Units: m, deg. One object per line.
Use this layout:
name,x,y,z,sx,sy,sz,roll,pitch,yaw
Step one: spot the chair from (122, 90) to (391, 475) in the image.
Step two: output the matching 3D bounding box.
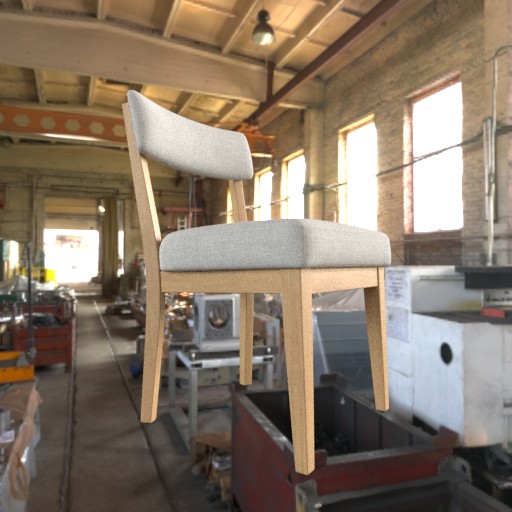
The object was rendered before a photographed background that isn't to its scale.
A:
chair,0.000,0.000,1.166,0.572,0.832,0.508,-1,-1,35
